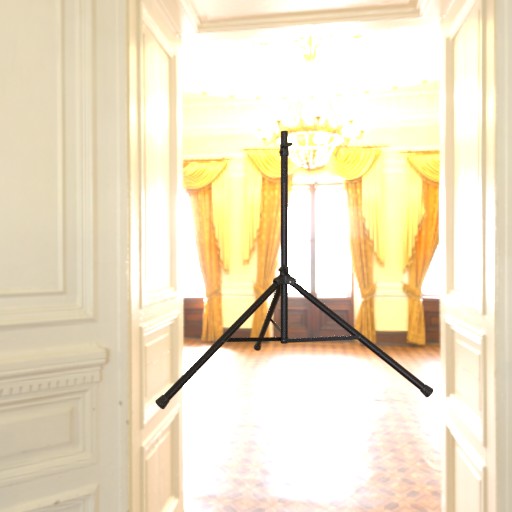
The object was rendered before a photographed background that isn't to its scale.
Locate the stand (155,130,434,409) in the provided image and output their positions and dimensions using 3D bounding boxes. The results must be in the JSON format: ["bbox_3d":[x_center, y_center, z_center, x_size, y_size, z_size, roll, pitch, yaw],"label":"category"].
[{"bbox_3d":[0.000,0.000,2.718,1.339,1.595,1.596,0,1,-38],"label":"stand"}]
